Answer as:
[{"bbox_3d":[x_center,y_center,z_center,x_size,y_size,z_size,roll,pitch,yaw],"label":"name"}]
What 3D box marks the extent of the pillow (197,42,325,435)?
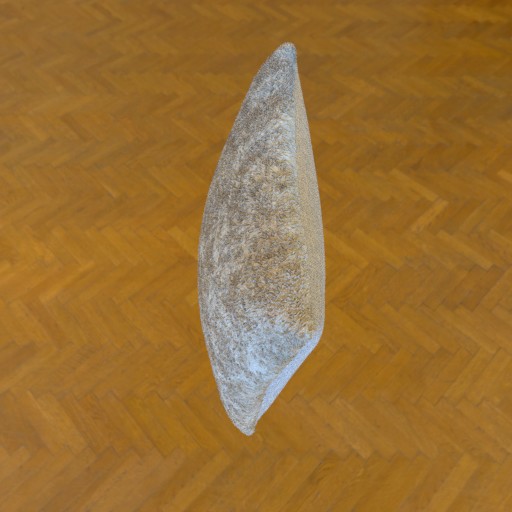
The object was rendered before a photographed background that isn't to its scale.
[{"bbox_3d":[0.000,0.000,0.806,0.218,0.515,0.529,0,58,0],"label":"pillow"}]
